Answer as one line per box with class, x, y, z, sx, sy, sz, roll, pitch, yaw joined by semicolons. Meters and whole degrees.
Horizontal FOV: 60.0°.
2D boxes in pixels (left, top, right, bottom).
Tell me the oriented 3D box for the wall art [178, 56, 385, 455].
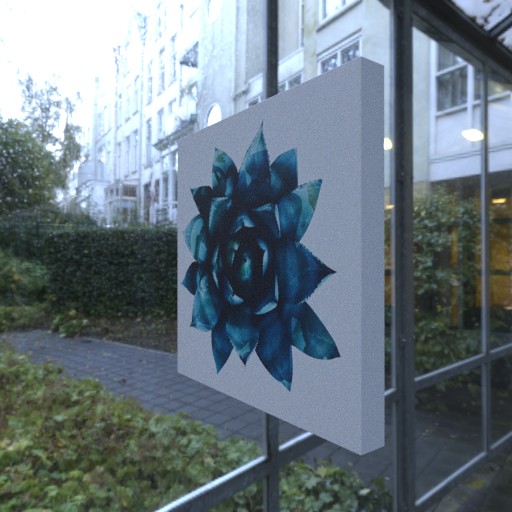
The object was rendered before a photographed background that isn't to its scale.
wall art;0.000;0.000;0.624;0.038;0.406;0.406;0;0;-37
